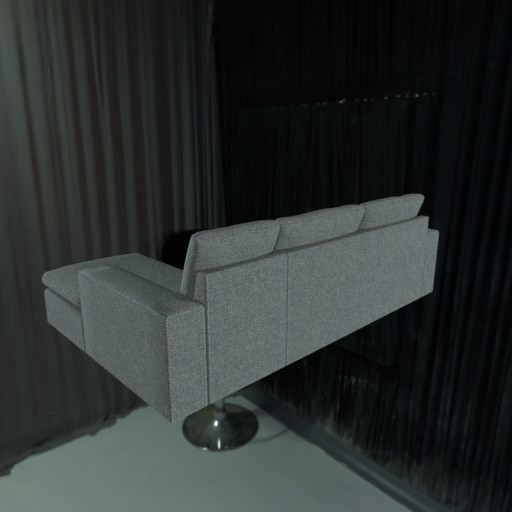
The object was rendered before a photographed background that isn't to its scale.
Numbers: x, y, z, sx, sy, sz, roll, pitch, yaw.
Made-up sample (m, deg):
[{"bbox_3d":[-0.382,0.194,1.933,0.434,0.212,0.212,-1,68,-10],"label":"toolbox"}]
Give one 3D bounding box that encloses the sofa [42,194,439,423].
[{"bbox_3d":[0.000,0.000,3.505,2.718,0.940,1.689,-14,21,-42],"label":"sofa"}]
